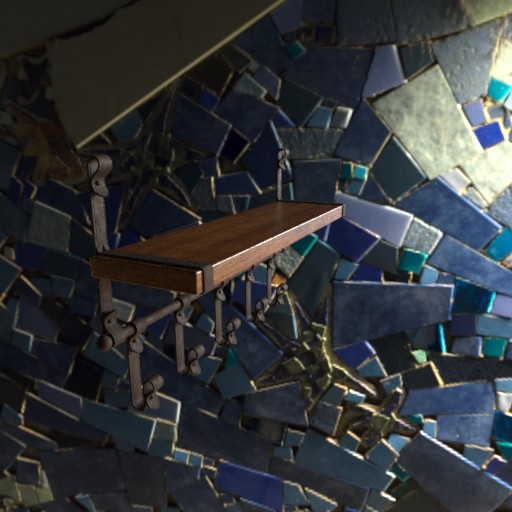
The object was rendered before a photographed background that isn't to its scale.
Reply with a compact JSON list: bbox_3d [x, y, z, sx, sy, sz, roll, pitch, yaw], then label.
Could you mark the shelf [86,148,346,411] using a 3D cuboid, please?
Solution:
[{"bbox_3d":[0.000,0.000,0.715,0.146,0.330,0.567,7,16,25],"label":"shelf"}]
